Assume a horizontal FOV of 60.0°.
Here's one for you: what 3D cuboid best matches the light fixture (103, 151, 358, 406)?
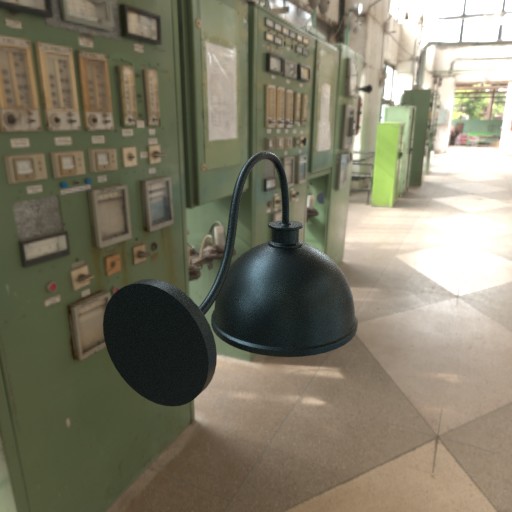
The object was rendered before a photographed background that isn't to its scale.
[{"bbox_3d":[0.000,0.000,0.643,0.253,0.295,0.467,8,19,26],"label":"light fixture"}]
